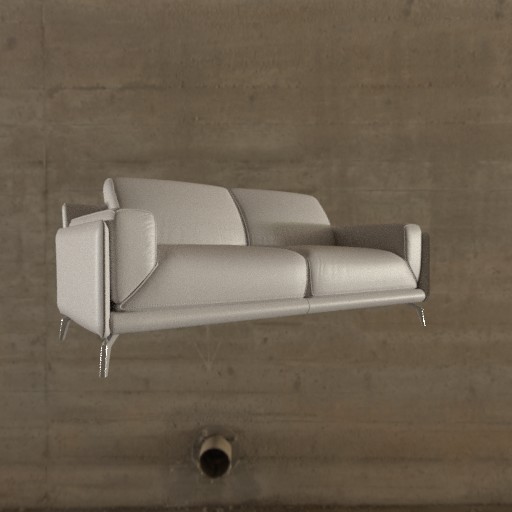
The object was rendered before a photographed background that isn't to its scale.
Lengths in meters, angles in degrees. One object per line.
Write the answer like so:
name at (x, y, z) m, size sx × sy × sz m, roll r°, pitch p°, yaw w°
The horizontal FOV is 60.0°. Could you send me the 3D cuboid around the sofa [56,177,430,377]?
sofa at (0.000, 0.000, 2.635) m, size 2.101 × 0.930 × 1.049 m, roll 0°, pitch 1°, yaw -35°
